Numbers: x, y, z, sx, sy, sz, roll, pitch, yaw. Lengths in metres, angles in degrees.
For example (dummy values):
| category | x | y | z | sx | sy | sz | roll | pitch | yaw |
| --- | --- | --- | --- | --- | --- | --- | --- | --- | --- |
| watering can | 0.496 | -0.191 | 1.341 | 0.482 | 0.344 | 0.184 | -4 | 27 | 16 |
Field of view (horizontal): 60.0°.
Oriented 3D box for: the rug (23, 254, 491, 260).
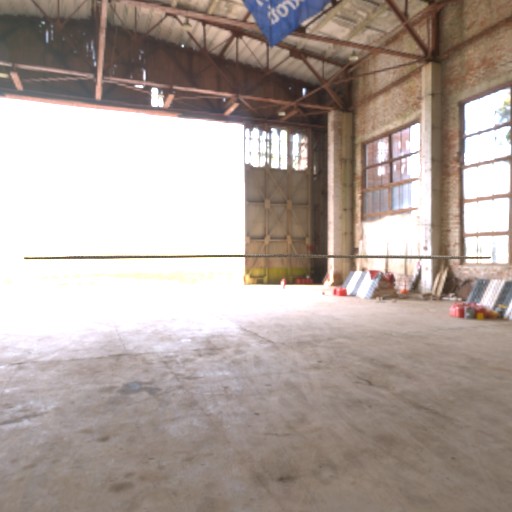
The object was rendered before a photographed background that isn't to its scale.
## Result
| category | x | y | z | sx | sy | sz | roll | pitch | yaw |
| --- | --- | --- | --- | --- | --- | --- | --- | --- | --- |
| rug | 0.000 | 0.000 | 2.270 | 1.804 | 0.022 | 1.162 | 0 | 0 | -1 |
